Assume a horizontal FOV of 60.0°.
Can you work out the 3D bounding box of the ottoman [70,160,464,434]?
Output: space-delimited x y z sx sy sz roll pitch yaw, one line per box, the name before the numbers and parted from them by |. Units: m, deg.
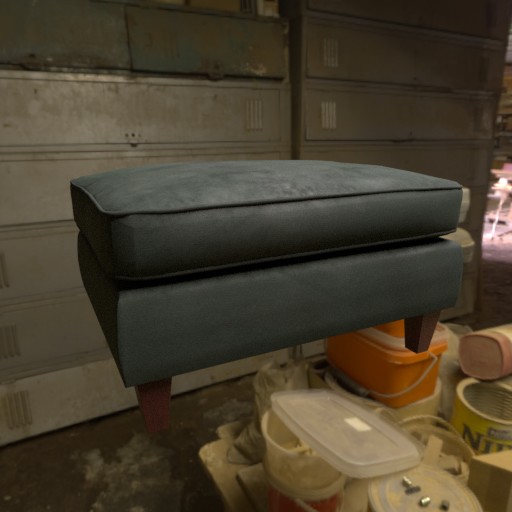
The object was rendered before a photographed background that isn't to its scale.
ottoman | 0.000 0.000 1.197 0.864 0.495 0.632 -8 17 -26
